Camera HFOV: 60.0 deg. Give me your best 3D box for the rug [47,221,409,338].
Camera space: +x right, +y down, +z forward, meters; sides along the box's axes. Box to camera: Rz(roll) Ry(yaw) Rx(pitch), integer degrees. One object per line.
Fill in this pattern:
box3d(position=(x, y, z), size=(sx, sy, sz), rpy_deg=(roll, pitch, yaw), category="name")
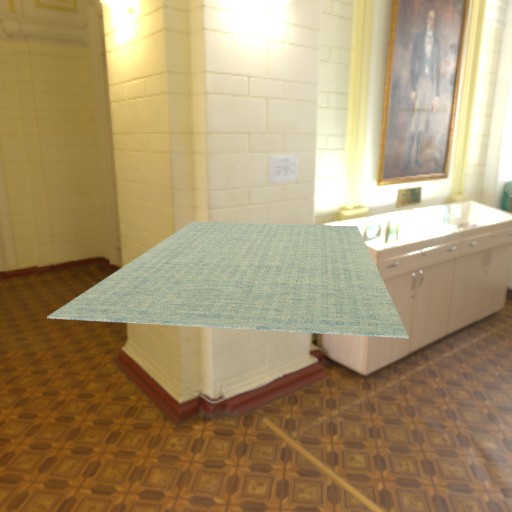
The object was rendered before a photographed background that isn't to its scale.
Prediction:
box3d(position=(0.000, 0.000, 2.215), size=(1.142, 0.006, 1.752), rpy_deg=(2, 15, 7), category="rug")
